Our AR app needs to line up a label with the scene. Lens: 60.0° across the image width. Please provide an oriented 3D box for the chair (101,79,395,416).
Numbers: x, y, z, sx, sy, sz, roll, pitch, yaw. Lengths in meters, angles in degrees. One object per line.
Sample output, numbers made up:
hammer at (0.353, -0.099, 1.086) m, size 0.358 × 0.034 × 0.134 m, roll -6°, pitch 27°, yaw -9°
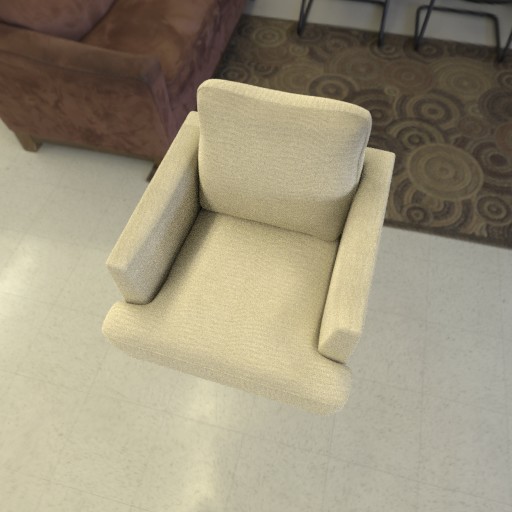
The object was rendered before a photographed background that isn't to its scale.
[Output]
chair at (0.000, 0.000, 1.648) m, size 0.858 × 0.957 × 0.899 m, roll 14°, pitch 59°, yaw 9°
